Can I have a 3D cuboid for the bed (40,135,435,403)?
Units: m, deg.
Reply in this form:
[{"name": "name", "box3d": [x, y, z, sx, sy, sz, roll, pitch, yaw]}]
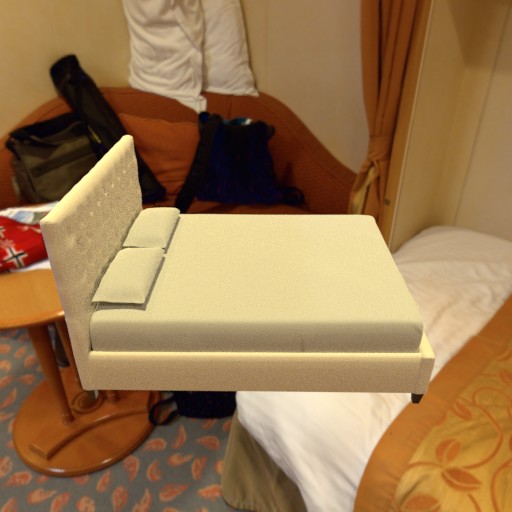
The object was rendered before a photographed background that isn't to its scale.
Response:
[{"name": "bed", "box3d": [0.000, 0.000, 3.468, 2.387, 1.427, 1.698, 1, 31, 1]}]
